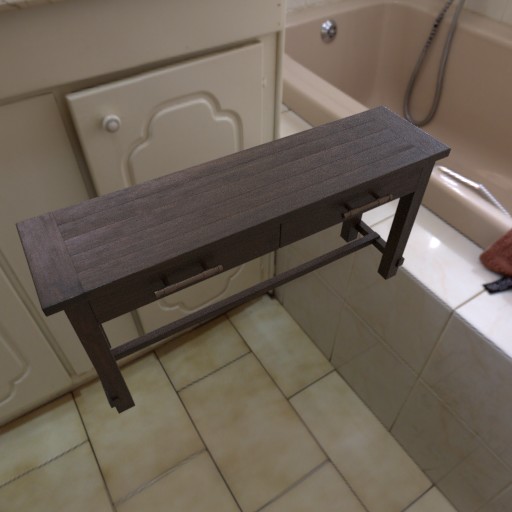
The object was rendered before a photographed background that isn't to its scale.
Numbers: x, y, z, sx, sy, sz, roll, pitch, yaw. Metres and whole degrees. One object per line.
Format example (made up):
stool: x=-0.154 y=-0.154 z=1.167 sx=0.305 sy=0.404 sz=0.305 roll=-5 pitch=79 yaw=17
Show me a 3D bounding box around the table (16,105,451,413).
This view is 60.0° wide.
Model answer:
table: x=0.000 y=0.000 z=1.895 sx=1.599 sy=0.762 sz=0.442 roll=-23 pitch=50 yaw=-20
